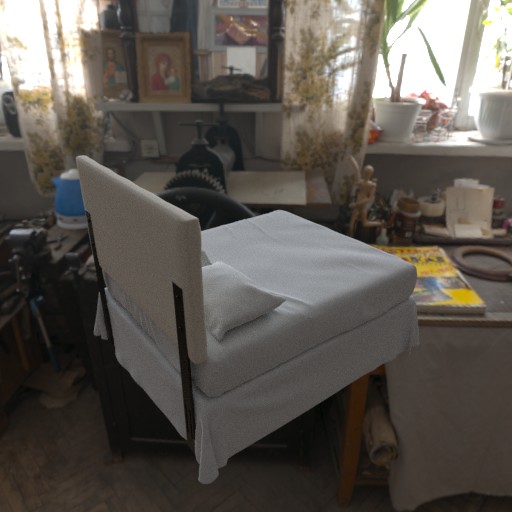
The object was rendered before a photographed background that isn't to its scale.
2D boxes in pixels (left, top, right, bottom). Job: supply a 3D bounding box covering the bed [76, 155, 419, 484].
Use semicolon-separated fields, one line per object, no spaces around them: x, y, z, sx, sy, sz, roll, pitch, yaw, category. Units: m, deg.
0.000;0.000;3.502;2.222;1.577;1.936;-18;31;-33;bed
